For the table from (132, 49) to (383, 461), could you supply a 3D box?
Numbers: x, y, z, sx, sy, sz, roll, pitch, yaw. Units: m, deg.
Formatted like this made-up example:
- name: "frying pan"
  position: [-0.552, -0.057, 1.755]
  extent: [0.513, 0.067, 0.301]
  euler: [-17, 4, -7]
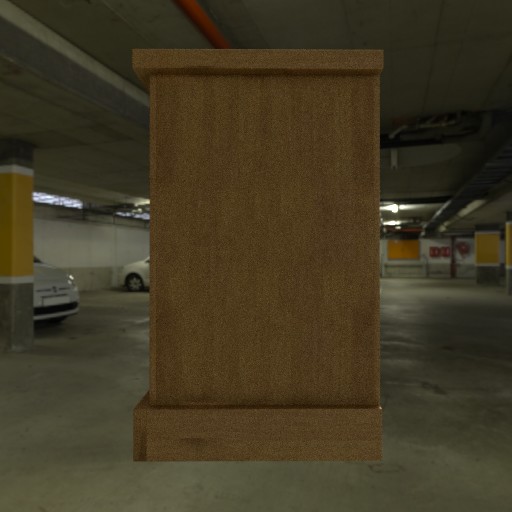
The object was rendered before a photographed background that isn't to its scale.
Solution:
- name: "table"
  position: [0.000, 0.000, 1.203]
  extent: [0.500, 0.813, 0.660]
  euler: [0, 0, 0]
